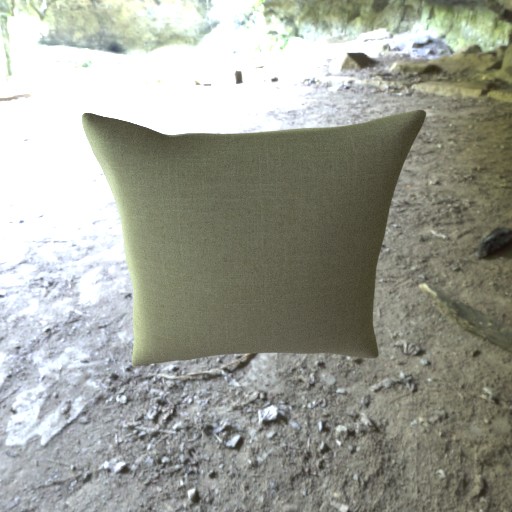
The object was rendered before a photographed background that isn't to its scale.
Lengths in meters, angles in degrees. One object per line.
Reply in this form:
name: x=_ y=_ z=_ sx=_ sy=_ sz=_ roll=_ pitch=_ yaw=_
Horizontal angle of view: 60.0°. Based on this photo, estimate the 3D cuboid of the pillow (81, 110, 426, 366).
pillow: x=0.000 y=0.000 z=0.628 sx=0.414 sy=0.399 sz=0.173 roll=-1 pitch=30 yaw=-2
